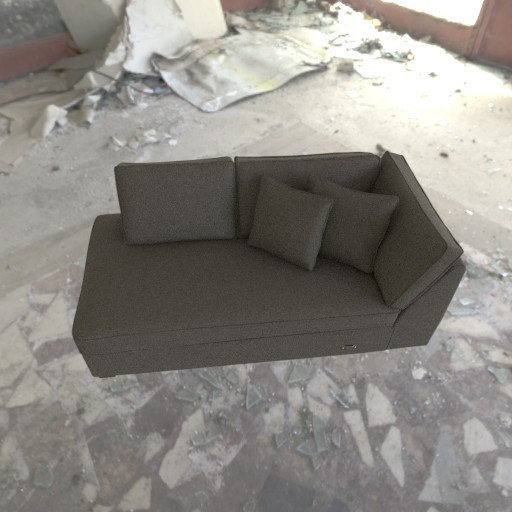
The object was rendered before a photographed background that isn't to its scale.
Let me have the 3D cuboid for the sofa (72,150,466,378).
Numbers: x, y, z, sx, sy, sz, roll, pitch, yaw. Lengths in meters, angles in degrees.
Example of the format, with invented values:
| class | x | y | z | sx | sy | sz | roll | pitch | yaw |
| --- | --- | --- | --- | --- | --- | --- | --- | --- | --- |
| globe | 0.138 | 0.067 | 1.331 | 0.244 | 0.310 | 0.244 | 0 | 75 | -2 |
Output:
| class | x | y | z | sx | sy | sz | roll | pitch | yaw |
| --- | --- | --- | --- | --- | --- | --- | --- | --- | --- |
| sofa | 0.000 | 0.000 | 2.915 | 2.237 | 1.033 | 1.110 | -4 | 46 | -4 |
